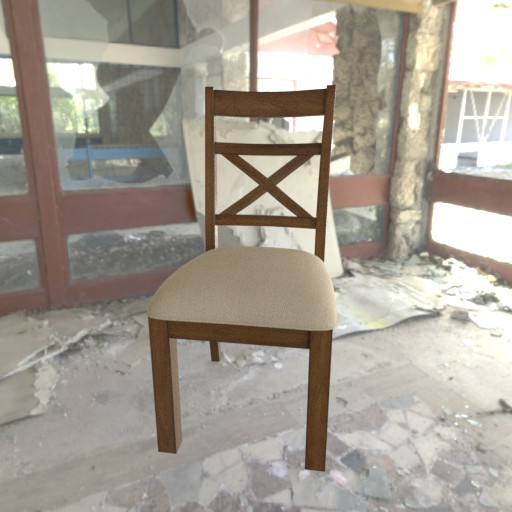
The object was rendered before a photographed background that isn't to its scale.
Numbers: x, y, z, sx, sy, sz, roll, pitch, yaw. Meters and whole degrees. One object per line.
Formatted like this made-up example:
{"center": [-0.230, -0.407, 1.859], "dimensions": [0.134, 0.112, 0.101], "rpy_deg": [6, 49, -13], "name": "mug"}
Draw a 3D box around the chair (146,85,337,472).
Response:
{"center": [0.000, 0.000, 1.268], "dimensions": [0.461, 0.949, 0.581], "rpy_deg": [3, 17, 9], "name": "chair"}
